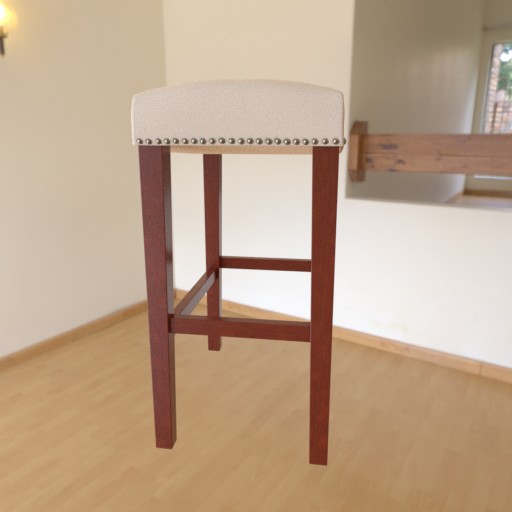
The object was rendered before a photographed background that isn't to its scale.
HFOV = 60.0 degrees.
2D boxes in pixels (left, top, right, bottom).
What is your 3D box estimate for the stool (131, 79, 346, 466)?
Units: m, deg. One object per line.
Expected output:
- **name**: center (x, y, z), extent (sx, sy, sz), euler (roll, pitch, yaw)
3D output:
- **stool**: center (0.000, 0.000, 1.054), extent (0.372, 0.742, 0.504), euler (2, 16, 8)
